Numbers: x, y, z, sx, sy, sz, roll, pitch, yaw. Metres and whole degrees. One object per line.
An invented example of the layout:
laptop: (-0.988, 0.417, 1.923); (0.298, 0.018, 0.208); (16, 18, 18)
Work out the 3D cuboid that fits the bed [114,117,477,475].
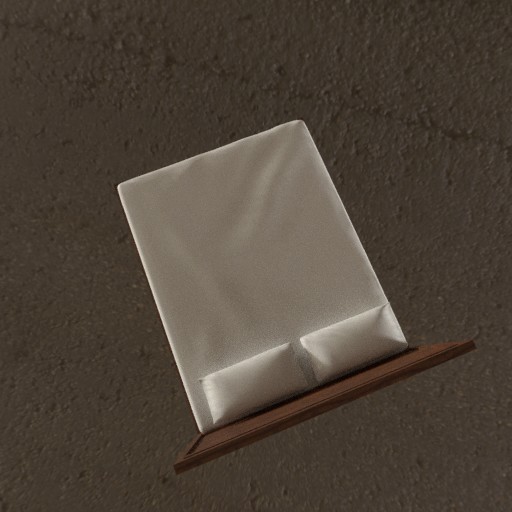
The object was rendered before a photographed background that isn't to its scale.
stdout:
bed: (0.000, 0.000, 3.344); (1.765, 1.487, 2.218); (-21, 77, -5)
